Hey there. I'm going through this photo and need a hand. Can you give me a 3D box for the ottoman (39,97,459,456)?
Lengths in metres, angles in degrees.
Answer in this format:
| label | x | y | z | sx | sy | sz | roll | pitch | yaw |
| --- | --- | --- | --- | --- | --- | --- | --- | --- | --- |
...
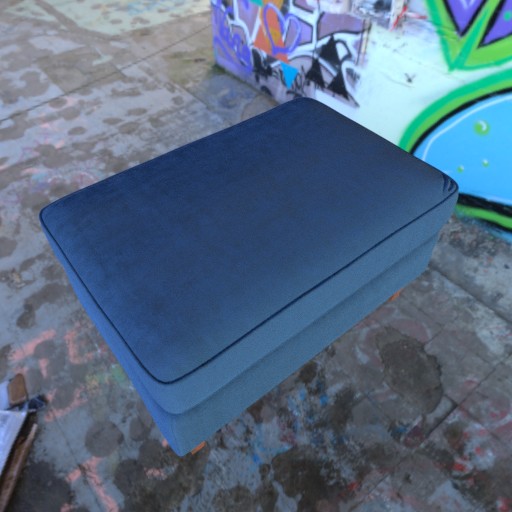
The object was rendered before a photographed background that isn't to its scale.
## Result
| label | x | y | z | sx | sy | sz | roll | pitch | yaw |
| --- | --- | --- | --- | --- | --- | --- | --- | --- | --- |
| ottoman | 0.000 | 0.000 | 1.187 | 0.862 | 0.484 | 0.583 | -31 | 54 | -25 |
